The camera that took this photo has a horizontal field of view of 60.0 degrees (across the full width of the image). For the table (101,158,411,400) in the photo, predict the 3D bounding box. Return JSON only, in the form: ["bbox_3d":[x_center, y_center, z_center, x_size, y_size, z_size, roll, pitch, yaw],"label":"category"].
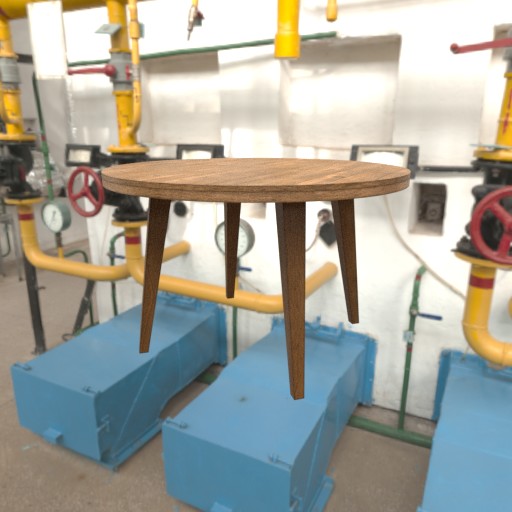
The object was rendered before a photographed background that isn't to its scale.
[{"bbox_3d":[0.000,0.000,1.938,1.213,0.764,1.213,0,16,0],"label":"table"}]
